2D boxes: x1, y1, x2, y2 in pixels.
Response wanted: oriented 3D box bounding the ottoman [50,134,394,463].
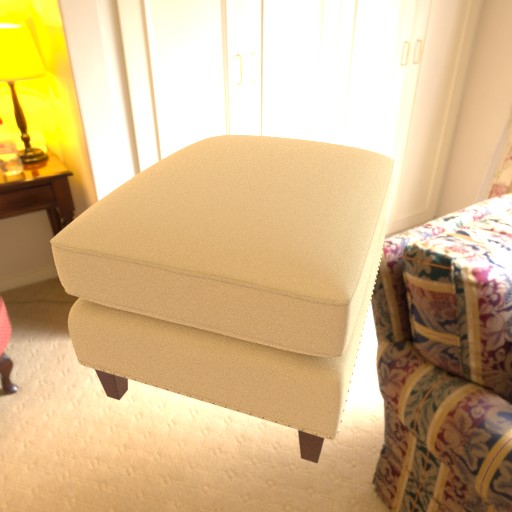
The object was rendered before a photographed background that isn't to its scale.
[{"bbox_3d":[0.000,0.000,1.124,0.584,0.513,0.741,10,32,17],"label":"ottoman"}]
